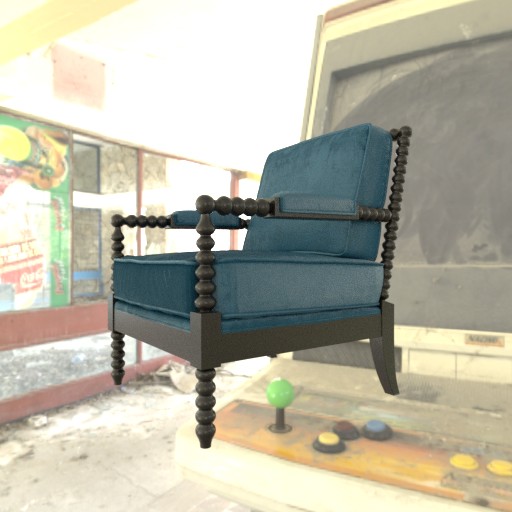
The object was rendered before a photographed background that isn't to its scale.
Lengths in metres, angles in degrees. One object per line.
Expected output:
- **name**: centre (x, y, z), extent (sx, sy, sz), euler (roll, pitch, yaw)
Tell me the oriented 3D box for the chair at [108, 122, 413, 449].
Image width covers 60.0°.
- **chair**: centre (0.000, 0.000, 1.447), extent (0.805, 0.857, 0.688), euler (0, 0, -36)
